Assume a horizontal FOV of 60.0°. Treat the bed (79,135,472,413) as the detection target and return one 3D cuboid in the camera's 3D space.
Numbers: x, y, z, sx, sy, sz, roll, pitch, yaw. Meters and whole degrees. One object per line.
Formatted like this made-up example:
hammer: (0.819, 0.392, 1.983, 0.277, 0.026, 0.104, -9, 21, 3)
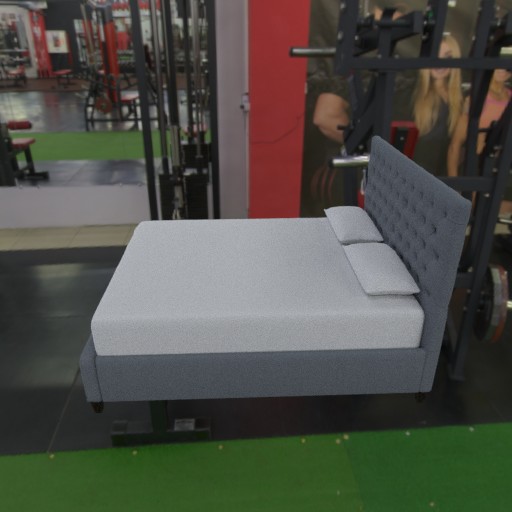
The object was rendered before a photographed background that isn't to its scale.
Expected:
bed: (0.000, 0.000, 3.328, 2.231, 1.427, 1.698, -1, 27, -2)
